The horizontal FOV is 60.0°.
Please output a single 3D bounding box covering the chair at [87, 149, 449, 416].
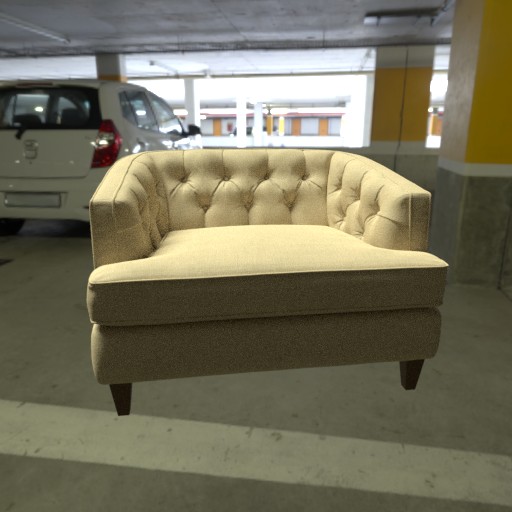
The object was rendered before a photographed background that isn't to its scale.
[{"bbox_3d":[0.000,0.000,1.727,1.118,0.787,0.914,-2,16,-8],"label":"chair"}]
